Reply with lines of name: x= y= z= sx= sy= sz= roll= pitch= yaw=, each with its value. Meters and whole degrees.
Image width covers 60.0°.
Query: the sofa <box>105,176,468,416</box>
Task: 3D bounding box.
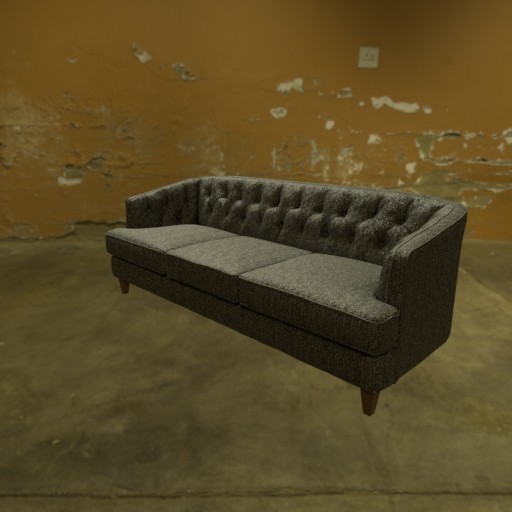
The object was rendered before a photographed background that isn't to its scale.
sofa: x=0.000 y=0.000 z=2.747 sx=0.941 sy=0.855 sz=2.278 roll=-14 pitch=20 yaw=-42
